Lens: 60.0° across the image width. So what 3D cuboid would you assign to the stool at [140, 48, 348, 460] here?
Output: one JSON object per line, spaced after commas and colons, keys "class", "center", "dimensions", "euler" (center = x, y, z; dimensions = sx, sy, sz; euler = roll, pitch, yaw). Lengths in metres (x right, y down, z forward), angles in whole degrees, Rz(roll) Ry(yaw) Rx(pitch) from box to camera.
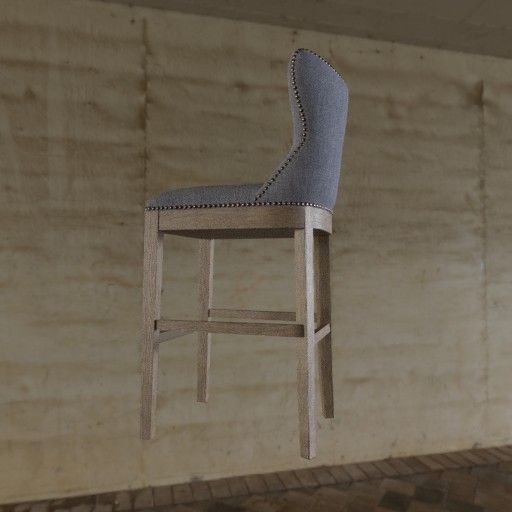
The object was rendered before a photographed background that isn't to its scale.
{"class": "stool", "center": [0.000, 0.000, 1.469], "dimensions": [0.606, 1.123, 0.494], "euler": [-1, -2, 18]}
